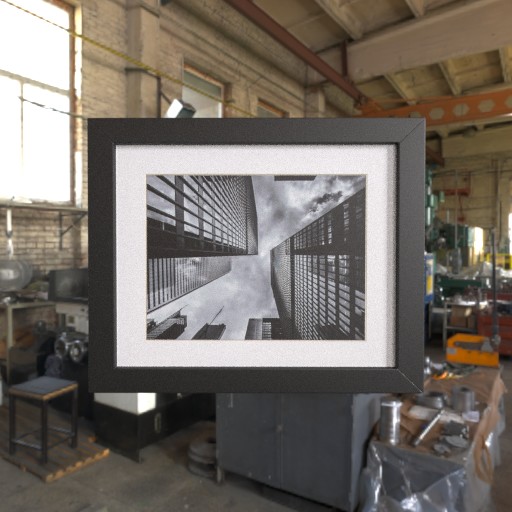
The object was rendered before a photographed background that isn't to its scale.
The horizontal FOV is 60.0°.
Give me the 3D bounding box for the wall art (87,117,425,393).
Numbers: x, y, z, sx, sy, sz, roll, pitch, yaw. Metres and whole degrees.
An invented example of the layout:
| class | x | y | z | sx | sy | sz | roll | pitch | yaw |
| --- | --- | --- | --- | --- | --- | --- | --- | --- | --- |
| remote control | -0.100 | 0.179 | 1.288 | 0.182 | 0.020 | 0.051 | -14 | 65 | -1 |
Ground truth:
| class | x | y | z | sx | sy | sz | roll | pitch | yaw |
| --- | --- | --- | --- | --- | --- | --- | --- | --- | --- |
| wall art | 0.000 | 0.000 | 0.745 | 0.558 | 0.457 | 0.031 | 0 | 1 | 0 |
